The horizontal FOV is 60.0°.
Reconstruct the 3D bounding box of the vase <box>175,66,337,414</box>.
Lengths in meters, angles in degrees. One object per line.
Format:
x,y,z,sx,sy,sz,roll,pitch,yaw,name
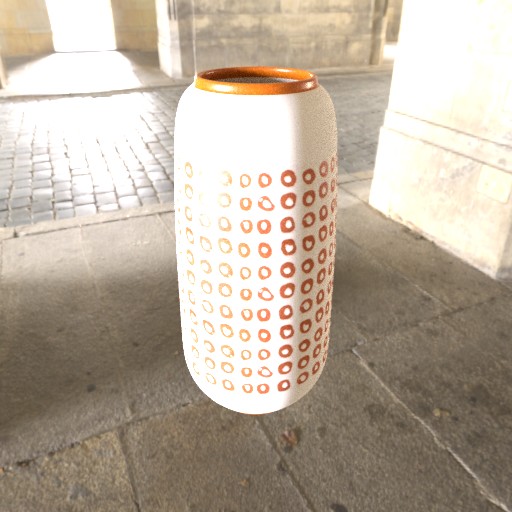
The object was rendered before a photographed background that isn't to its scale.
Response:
0.000,0.000,0.368,0.133,0.282,0.133,0,30,0,vase
